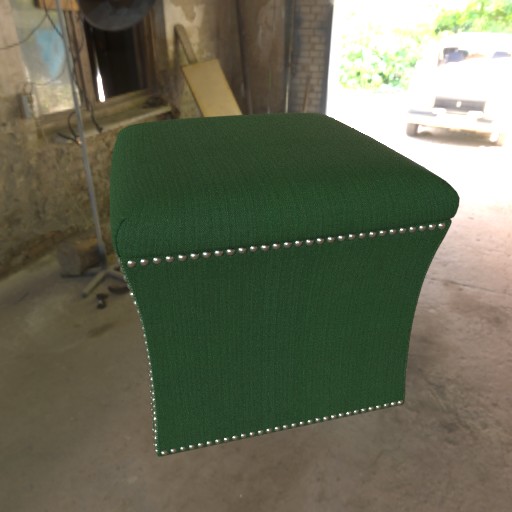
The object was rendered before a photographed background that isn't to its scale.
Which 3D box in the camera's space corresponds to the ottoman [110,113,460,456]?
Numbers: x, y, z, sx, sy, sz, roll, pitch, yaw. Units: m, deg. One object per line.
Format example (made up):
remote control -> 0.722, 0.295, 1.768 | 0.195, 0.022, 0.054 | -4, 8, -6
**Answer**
ottoman -> 0.000, 0.000, 0.874 | 0.497, 0.475, 0.507 | -7, 31, -12
